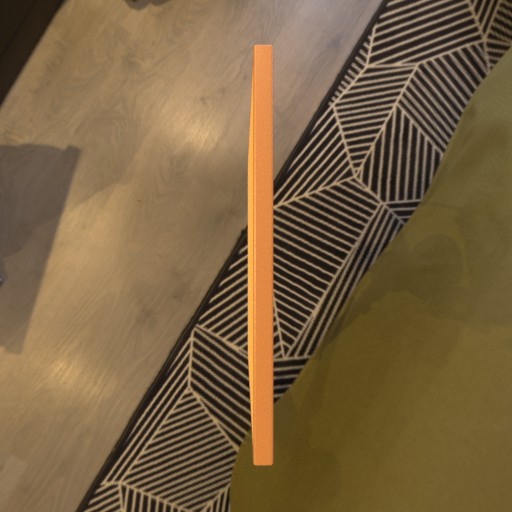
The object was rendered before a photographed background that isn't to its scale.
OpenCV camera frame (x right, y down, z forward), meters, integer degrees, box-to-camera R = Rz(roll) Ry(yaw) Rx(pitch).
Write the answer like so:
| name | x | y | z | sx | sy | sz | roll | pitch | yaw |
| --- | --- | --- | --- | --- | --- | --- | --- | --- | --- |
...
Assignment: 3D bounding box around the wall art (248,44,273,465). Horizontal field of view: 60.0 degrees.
| name | x | y | z | sx | sy | sz | roll | pitch | yaw |
| --- | --- | --- | --- | --- | --- | --- | --- | --- | --- |
| wall art | 0.000 | 0.000 | 0.515 | 0.015 | 0.379 | 0.310 | 0 | 90 | -2 |
